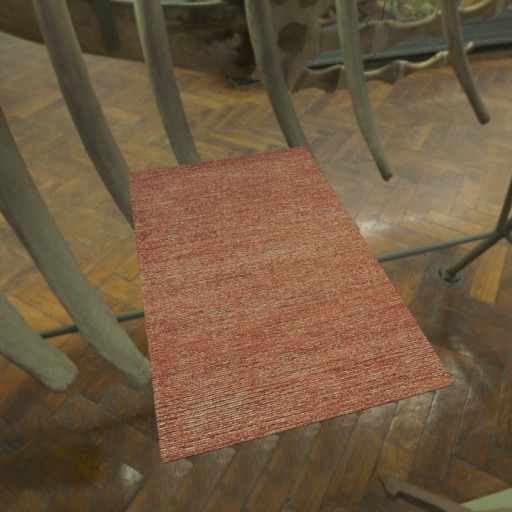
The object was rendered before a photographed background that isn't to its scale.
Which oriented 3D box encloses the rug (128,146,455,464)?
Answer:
[{"bbox_3d":[0.000,0.000,2.206,1.139,0.011,1.747,-11,47,-10],"label":"rug"}]
